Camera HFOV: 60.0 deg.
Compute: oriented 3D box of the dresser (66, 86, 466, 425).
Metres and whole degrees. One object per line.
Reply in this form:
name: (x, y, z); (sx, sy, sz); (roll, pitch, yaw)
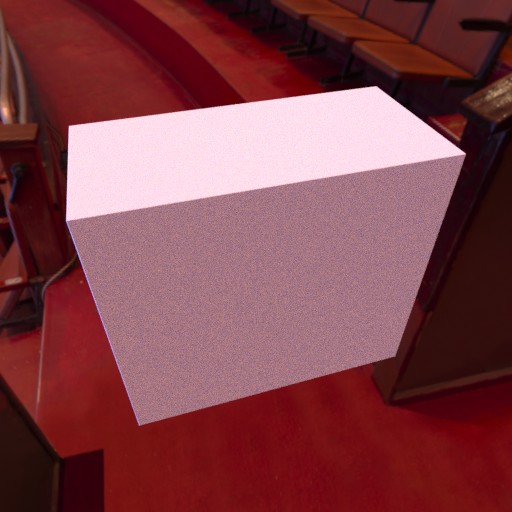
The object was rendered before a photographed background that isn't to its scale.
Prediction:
dresser: (0.000, 0.000, 1.271); (0.830, 0.740, 0.420); (-11, 43, -12)
